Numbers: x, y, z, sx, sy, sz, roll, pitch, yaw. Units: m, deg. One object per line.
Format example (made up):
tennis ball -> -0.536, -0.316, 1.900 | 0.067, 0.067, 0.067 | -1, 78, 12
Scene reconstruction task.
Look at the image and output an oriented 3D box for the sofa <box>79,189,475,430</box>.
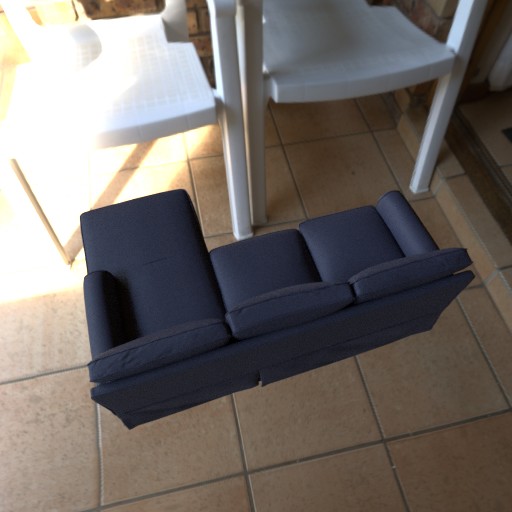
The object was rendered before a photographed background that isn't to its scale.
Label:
sofa -> 0.000, 0.000, 3.340 | 2.518, 1.039, 1.637 | -16, 60, -9
